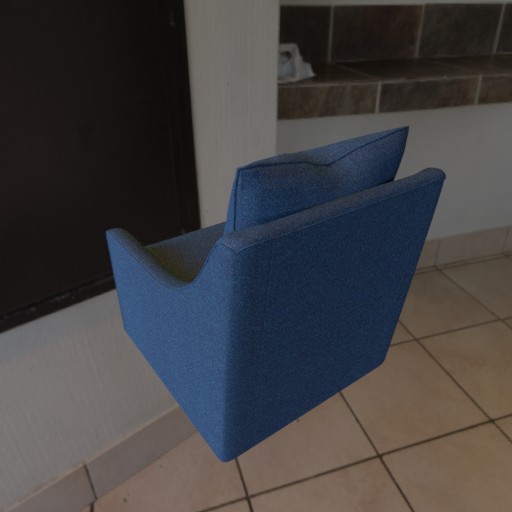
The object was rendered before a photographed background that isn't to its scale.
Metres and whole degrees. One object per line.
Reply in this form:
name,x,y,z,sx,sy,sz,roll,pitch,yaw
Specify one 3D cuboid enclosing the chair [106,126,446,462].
chair,0.000,0.000,1.539,0.750,0.939,0.870,-20,36,-31
